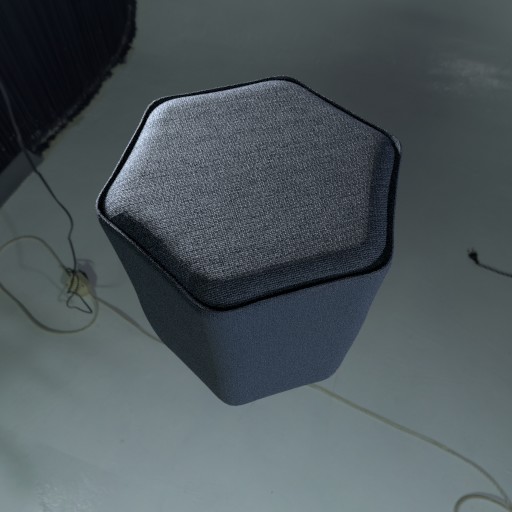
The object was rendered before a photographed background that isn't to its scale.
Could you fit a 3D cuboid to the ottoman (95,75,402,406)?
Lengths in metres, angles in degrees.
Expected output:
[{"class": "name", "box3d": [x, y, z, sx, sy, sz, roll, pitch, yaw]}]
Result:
[{"class": "ottoman", "box3d": [0.000, 0.000, 0.883, 0.454, 0.505, 0.492, 15, 59, 9]}]
